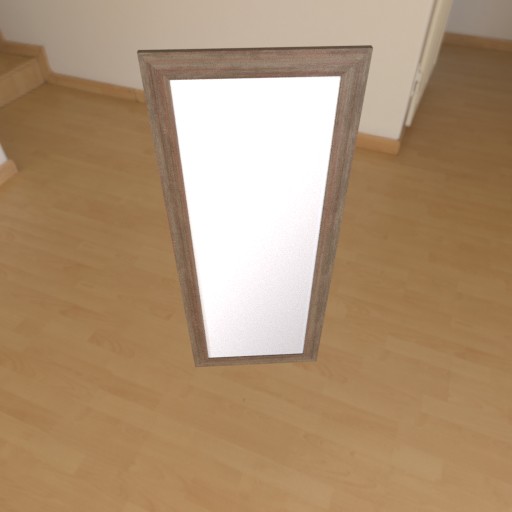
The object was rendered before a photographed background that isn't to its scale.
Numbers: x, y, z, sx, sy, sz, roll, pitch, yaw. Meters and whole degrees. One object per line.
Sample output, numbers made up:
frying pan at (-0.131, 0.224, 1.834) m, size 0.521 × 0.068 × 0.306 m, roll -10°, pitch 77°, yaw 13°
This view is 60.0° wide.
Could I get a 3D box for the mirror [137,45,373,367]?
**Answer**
mirror at (0.000, 0.000, 2.253) m, size 0.812 × 2.032 × 0.025 m, roll -2°, pitch 45°, yaw -2°
